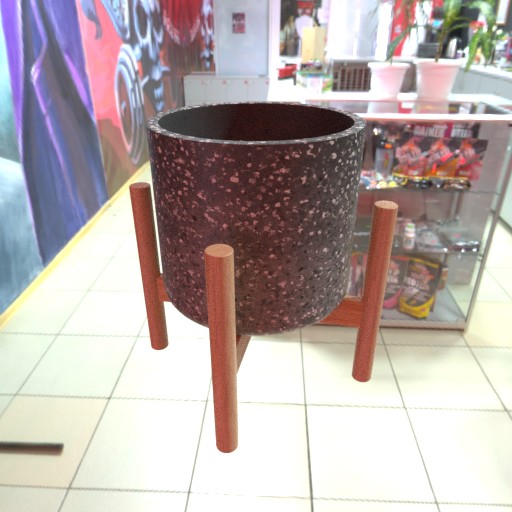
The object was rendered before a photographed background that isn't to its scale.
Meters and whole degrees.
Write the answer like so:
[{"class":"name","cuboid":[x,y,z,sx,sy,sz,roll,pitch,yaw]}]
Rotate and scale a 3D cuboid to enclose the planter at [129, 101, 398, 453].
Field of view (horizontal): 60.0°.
[{"class":"planter","cuboid":[0.000,0.000,0.531,0.284,0.320,0.284,18,33,31]}]
